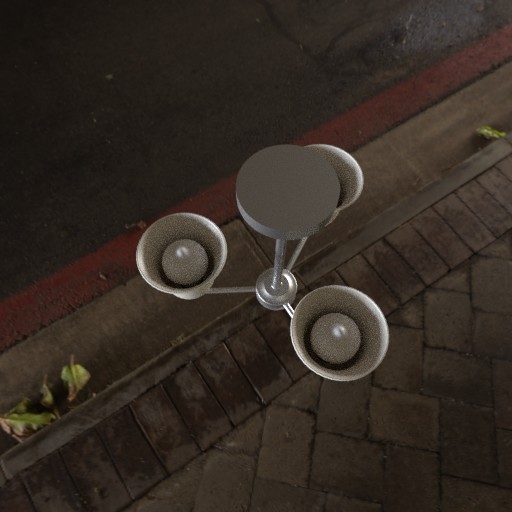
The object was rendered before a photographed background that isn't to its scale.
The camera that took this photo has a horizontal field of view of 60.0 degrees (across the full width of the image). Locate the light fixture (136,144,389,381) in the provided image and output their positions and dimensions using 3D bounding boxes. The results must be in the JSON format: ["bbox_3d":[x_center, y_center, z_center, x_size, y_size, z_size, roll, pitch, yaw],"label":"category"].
[{"bbox_3d":[0.000,0.000,0.678,0.354,0.370,0.388,-2,64,-1],"label":"light fixture"}]
